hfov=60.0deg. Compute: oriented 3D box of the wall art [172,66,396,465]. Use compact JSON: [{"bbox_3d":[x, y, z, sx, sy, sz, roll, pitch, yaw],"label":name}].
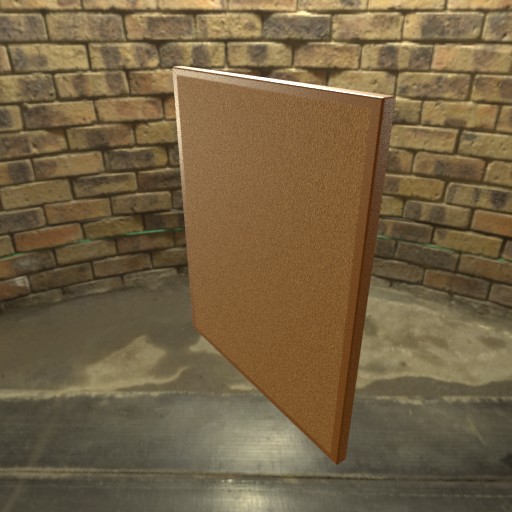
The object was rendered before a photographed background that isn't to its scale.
[{"bbox_3d":[0.000,0.000,0.505,0.015,0.379,0.310,-19,33,-32],"label":"wall art"}]
